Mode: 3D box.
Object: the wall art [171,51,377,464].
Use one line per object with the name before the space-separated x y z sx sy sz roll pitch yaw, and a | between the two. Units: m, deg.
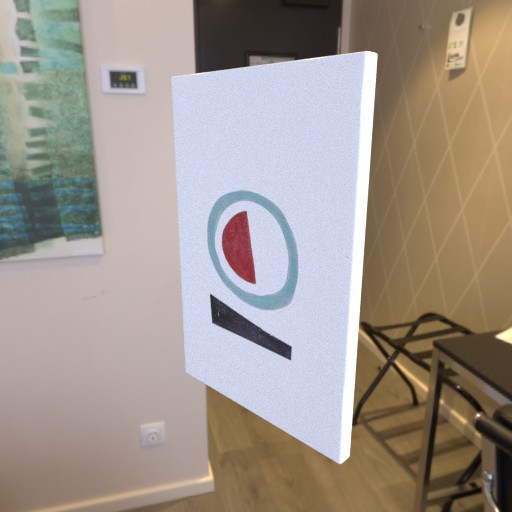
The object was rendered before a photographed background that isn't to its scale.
wall art | 0.000 0.000 1.141 0.602 0.902 0.048 15 22 42
